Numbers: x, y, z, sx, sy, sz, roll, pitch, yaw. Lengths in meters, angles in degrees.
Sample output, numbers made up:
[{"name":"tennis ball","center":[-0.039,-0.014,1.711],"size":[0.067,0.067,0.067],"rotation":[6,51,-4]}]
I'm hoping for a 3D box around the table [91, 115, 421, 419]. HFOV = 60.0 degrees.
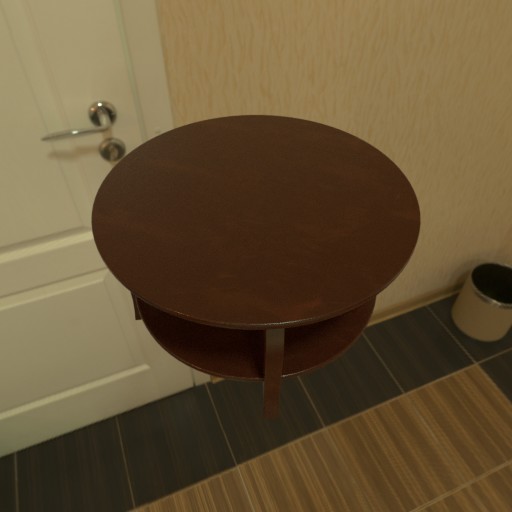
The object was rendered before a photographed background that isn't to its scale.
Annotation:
[{"name":"table","center":[0.000,0.000,1.447],"size":[0.911,0.512,0.911],"rotation":[0,46,0]}]
